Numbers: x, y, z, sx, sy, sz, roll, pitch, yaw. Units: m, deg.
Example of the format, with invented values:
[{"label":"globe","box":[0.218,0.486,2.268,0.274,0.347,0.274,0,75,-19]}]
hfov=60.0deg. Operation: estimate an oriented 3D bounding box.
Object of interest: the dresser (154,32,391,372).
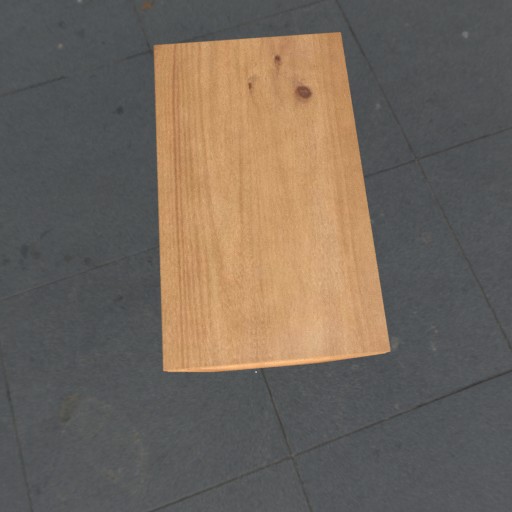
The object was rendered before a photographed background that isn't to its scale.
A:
[{"label":"dresser","box":[0.000,0.000,1.566,0.479,1.240,0.761,-5,75,-1]}]
